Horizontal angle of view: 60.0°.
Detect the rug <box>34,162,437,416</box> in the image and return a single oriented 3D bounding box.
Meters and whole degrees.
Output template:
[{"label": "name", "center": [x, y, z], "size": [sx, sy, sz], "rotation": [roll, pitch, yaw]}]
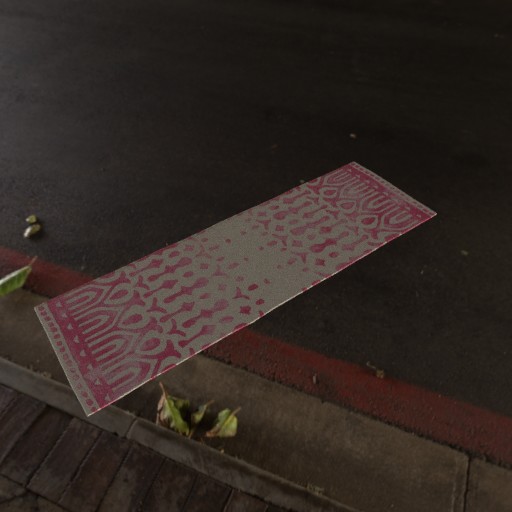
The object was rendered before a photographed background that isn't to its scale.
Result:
[{"label": "rug", "center": [0.000, 0.000, 2.723], "size": [2.458, 0.011, 0.787], "rotation": [-27, 52, -24]}]
